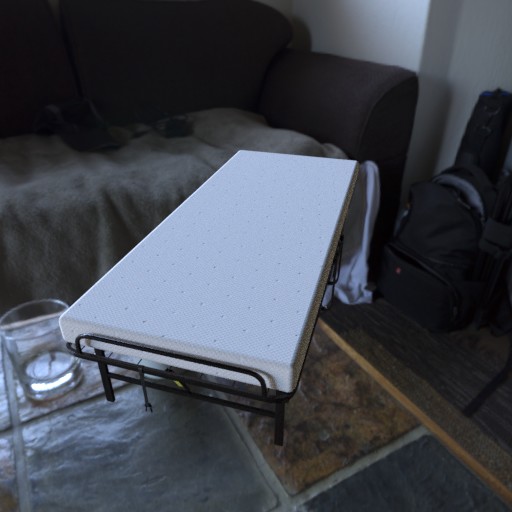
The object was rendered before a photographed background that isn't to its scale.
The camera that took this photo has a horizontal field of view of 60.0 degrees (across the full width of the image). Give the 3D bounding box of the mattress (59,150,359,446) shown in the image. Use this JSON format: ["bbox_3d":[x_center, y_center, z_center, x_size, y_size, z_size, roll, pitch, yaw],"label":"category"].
[{"bbox_3d":[0.000,0.000,2.475,0.922,0.519,2.153,9,32,14],"label":"mattress"}]
